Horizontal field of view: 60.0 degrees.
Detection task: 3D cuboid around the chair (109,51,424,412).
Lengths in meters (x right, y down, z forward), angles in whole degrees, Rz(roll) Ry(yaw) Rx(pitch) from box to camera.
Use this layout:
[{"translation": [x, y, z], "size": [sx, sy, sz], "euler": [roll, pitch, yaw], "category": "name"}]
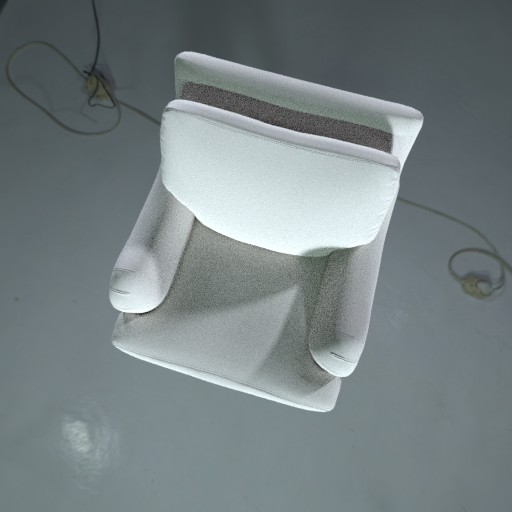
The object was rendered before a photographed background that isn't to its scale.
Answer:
[{"translation": [0.000, 0.000, 1.839], "size": [0.955, 1.038, 1.070], "euler": [16, 76, 4], "category": "chair"}]
